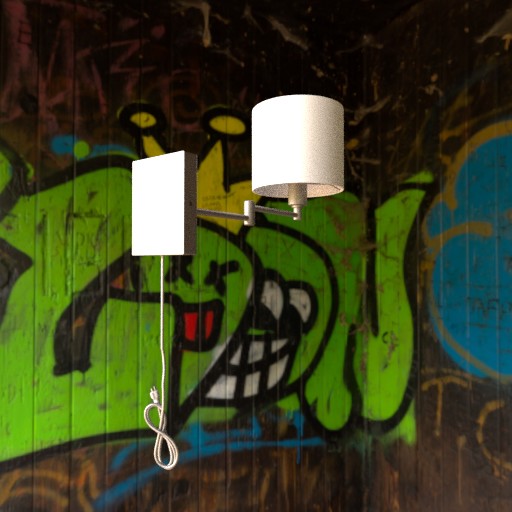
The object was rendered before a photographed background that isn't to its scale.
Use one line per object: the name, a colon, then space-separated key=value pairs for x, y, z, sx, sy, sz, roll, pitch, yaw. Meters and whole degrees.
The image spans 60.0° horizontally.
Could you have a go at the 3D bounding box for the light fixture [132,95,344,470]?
light fixture: x=0.000 y=0.000 z=0.864 sx=0.203 sy=0.651 sz=0.516 roll=-1 pitch=-1 yaw=36
